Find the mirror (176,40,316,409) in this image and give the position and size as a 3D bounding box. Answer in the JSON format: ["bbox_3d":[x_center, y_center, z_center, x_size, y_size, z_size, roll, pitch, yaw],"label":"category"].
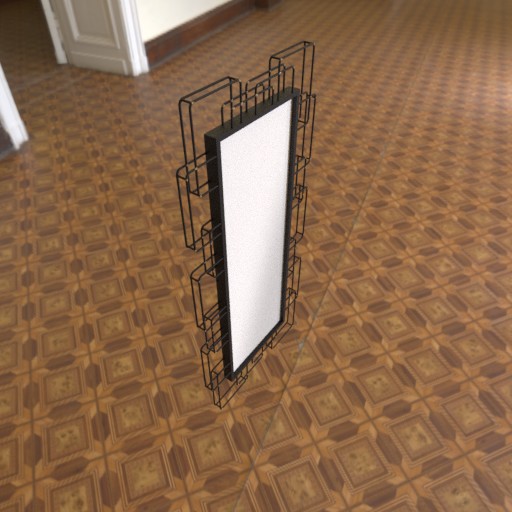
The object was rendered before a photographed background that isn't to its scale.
[{"bbox_3d":[0.000,0.000,1.436,0.037,1.192,0.565,26,48,26],"label":"mirror"}]
